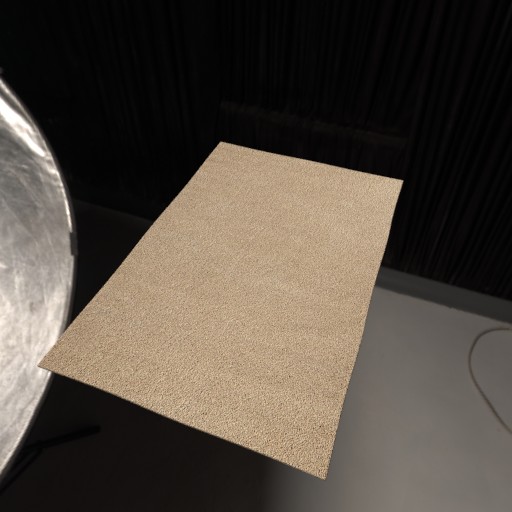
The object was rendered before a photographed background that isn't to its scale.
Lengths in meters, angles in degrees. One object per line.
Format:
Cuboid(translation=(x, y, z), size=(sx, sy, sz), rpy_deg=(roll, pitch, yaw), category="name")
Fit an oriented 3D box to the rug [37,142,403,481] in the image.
Cuboid(translation=(0.000, 0.000, 3.341), size=(1.800, 0.025, 2.699), rpy_deg=(16, 48, 15), category="rug")
